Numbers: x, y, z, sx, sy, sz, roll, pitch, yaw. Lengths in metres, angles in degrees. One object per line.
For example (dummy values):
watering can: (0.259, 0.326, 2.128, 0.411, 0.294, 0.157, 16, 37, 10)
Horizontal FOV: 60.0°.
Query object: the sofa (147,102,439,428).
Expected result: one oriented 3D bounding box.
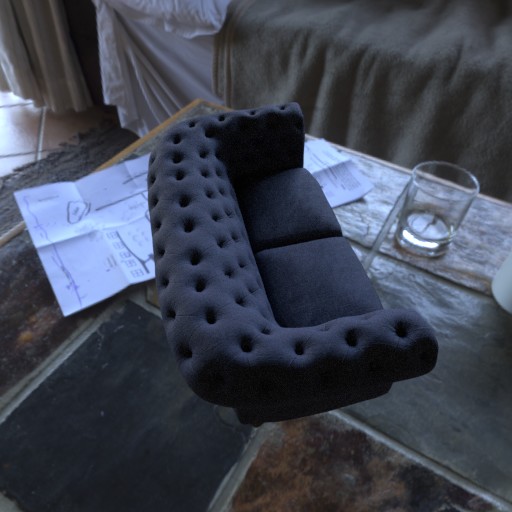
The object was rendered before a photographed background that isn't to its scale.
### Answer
sofa: (0.000, 0.000, 2.508, 1.082, 0.833, 1.988, -10, 48, -9)
